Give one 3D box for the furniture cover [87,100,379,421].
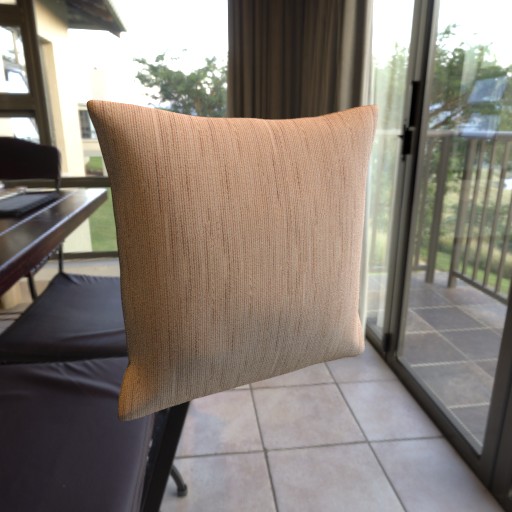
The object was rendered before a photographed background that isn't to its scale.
[{"bbox_3d":[0.000,0.000,0.772,0.512,0.506,0.178,-8,19,-25],"label":"furniture cover"}]
